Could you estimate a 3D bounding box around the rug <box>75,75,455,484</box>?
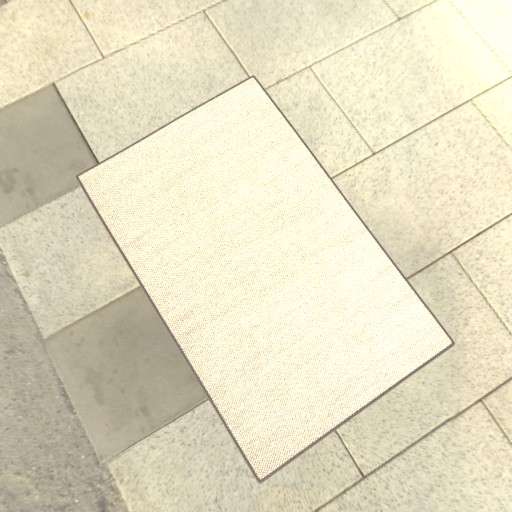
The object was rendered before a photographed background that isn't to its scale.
[{"bbox_3d":[0.000,0.000,2.103,1.067,0.013,1.676,-32,78,-8],"label":"rug"}]
